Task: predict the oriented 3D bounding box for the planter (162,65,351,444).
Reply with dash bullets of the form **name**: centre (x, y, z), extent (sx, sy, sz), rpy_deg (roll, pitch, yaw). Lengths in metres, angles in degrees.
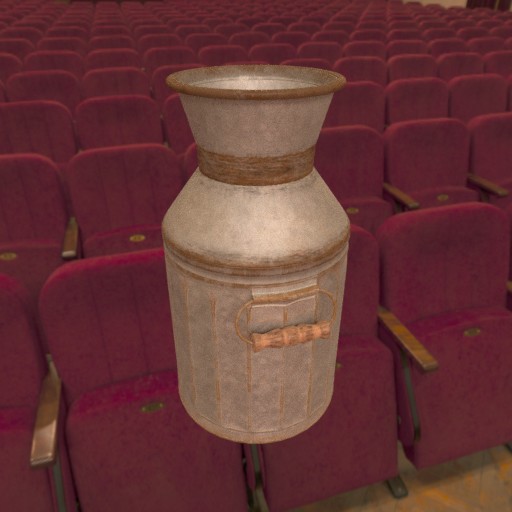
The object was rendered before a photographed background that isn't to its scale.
- **planter**: centre (0.000, 0.000, 0.520), extent (0.214, 0.396, 0.245), rpy_deg (-8, 31, -14)
